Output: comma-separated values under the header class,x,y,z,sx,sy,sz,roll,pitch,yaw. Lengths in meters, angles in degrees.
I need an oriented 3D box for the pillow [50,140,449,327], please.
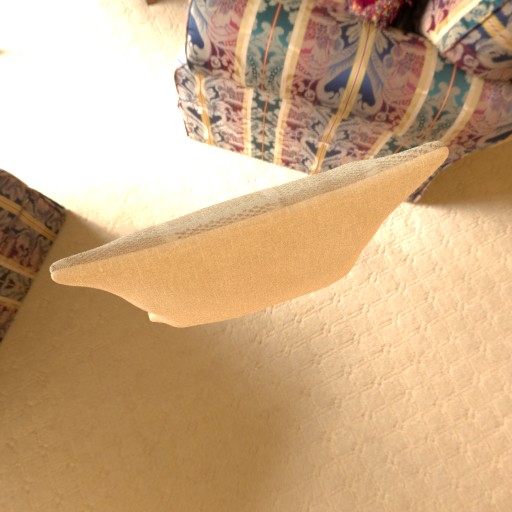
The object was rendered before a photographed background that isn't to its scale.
class,x,y,z,sx,sy,sz,roll,pitch,yaw
pillow,0.000,0.000,0.665,0.436,0.432,0.138,-18,76,-5
